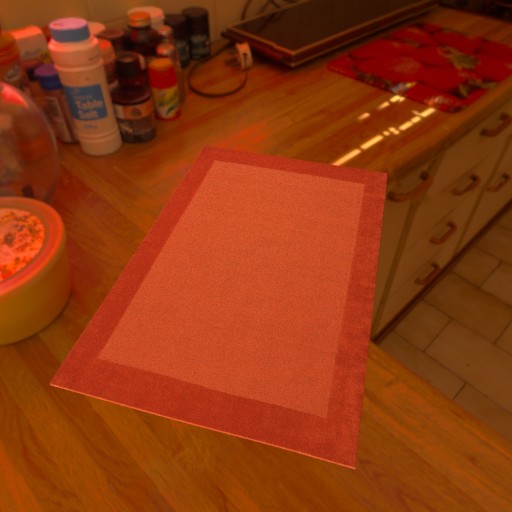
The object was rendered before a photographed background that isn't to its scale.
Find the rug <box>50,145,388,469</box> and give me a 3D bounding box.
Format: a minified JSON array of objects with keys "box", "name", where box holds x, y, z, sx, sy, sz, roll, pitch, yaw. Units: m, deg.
[{"box":[0.000,0.000,2.279,1.219,0.014,1.829,11,47,11],"name":"rug"}]
